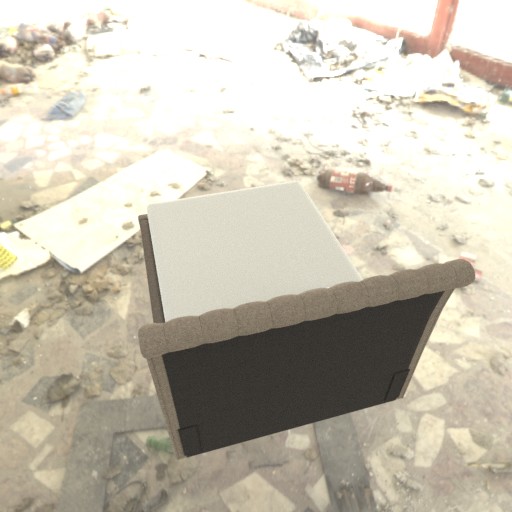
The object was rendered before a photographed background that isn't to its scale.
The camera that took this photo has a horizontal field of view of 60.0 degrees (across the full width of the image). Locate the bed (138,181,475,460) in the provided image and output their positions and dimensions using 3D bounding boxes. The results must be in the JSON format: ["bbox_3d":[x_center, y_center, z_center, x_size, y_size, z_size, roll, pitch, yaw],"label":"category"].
[{"bbox_3d":[0.000,0.000,3.263,1.645,1.371,2.252,-11,43,-12],"label":"bed"}]
